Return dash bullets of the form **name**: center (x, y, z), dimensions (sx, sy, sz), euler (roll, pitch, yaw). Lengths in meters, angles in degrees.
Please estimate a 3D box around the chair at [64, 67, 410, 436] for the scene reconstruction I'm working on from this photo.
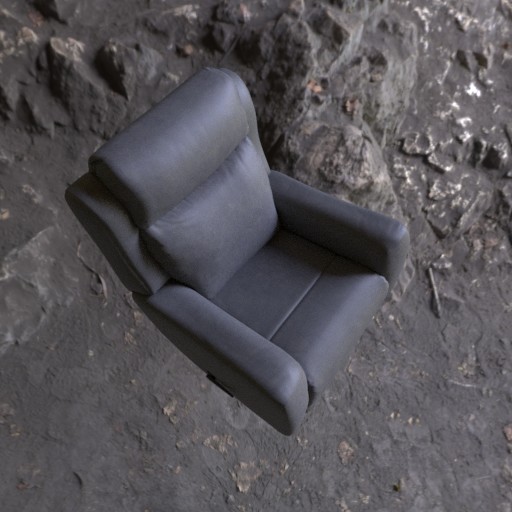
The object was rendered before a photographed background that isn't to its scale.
- **chair**: center (0.000, 0.000, 1.897), dimensions (1.068, 1.116, 0.967), euler (33, 64, 18)
